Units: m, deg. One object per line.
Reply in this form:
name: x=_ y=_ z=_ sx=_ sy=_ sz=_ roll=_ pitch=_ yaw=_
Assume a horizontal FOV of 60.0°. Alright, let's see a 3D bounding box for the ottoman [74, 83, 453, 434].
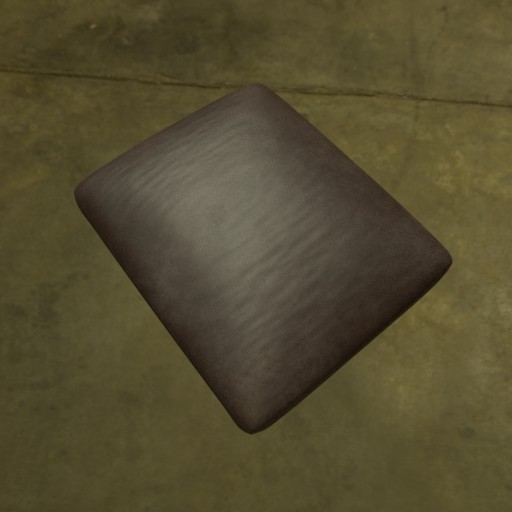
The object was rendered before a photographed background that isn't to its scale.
ottoman: x=0.000 y=0.000 z=1.311 sx=0.670 sy=0.569 sz=0.806 roll=-36 pitch=69 yaw=-16
